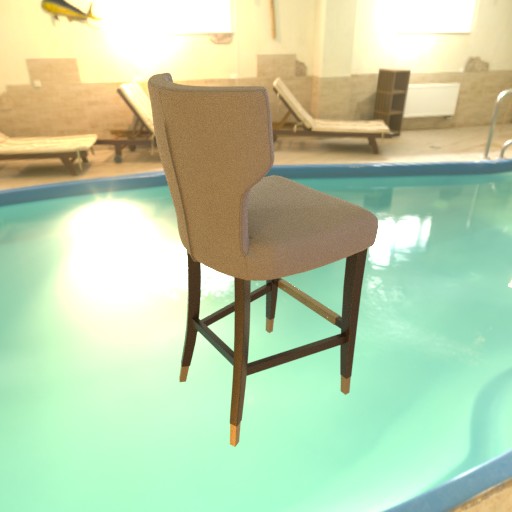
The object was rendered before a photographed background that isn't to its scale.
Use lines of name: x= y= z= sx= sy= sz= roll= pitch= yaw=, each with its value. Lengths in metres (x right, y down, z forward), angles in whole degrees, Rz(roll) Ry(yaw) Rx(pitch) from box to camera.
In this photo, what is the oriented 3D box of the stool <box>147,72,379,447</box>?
stool: x=0.000 y=0.000 z=1.438 sx=0.563 sy=1.092 sz=0.526 roll=-18 pitch=32 yaw=-32
